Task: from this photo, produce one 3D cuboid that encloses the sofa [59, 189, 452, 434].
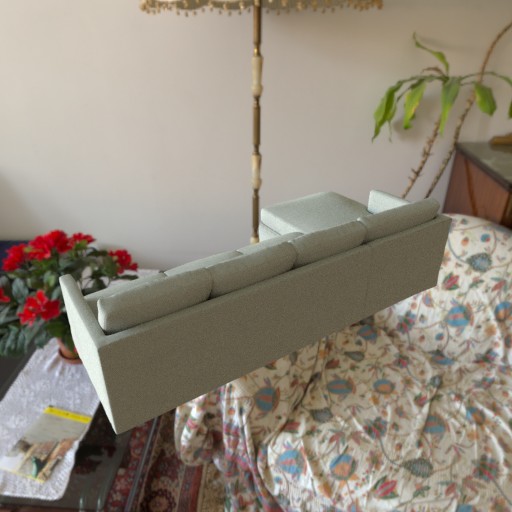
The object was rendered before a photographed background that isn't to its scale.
[{"bbox_3d":[0.000,0.000,3.931,3.205,0.922,1.650,-18,34,-29],"label":"sofa"}]
